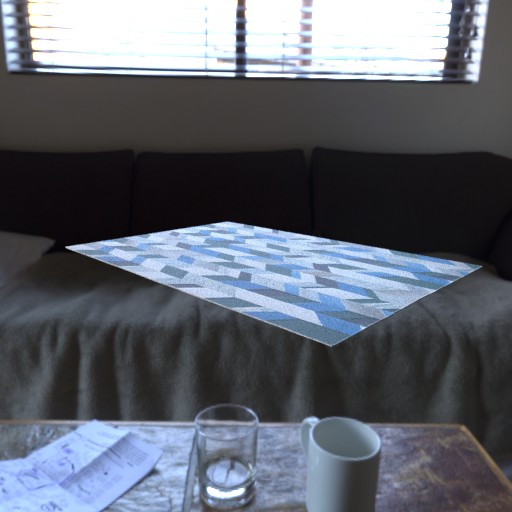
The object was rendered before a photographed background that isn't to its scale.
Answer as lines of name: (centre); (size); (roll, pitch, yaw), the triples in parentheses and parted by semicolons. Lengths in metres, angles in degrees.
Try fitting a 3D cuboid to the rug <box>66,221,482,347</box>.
rug: (0.000, 0.000, 2.299); (1.827, 0.005, 1.229); (13, 19, 43)
